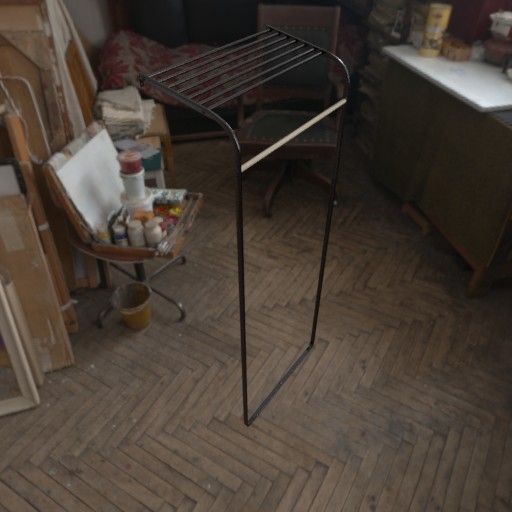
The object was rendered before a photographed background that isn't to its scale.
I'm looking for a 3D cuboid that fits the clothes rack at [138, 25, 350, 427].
[{"bbox_3d":[0.000,0.000,1.830,0.349,1.574,0.609,26,48,27],"label":"clothes rack"}]
